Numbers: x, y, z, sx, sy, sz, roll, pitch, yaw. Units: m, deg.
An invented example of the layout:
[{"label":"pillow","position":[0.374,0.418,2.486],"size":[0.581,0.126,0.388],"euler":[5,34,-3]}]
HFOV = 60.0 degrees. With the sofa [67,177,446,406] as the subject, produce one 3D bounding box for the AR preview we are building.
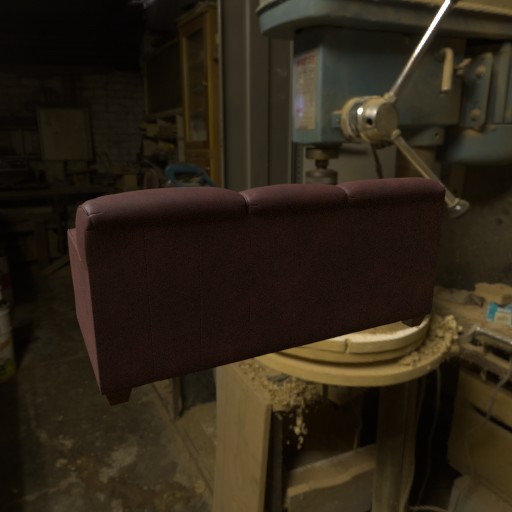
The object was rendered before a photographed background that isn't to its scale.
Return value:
[{"label":"sofa","position":[0.000,0.000,2.657],"size":[2.039,0.953,1.008],"euler":[-8,17,-26]}]
